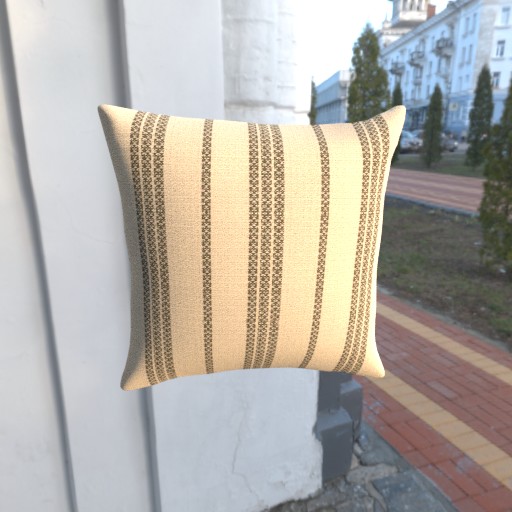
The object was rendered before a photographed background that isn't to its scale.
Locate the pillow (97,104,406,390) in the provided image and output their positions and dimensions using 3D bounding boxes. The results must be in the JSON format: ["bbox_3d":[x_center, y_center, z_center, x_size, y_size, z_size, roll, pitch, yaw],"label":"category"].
[{"bbox_3d":[0.000,0.000,0.627,0.405,0.406,0.173,-2,16,-5],"label":"pillow"}]
